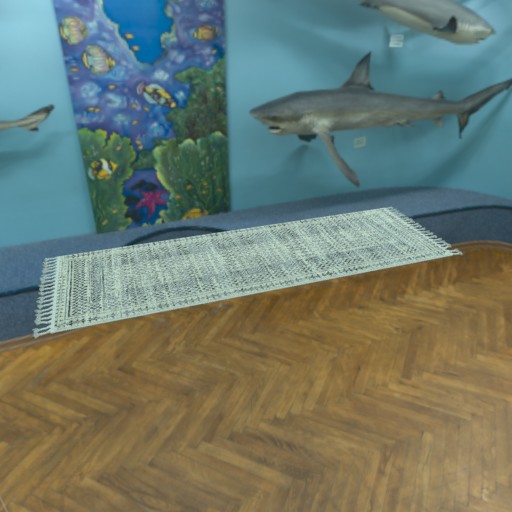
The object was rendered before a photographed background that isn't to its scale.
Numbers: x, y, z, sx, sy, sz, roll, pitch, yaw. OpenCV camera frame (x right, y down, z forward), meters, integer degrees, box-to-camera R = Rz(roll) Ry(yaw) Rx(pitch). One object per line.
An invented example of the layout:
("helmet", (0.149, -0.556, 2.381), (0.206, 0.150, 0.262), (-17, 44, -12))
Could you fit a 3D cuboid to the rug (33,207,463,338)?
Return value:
("rug", (0.000, 0.000, 2.723), (2.480, 0.013, 0.786), (-10, 31, -16))
